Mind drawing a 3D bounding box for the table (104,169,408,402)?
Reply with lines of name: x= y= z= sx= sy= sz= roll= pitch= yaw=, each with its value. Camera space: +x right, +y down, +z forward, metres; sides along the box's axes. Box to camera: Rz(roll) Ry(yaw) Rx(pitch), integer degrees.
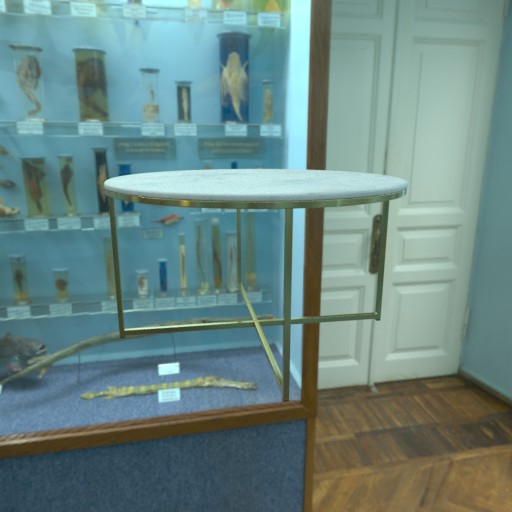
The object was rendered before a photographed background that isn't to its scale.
table: x=0.000 y=0.000 z=1.283 sx=0.800 sy=0.450 sz=0.800 roll=0 pitch=14 yaw=0
